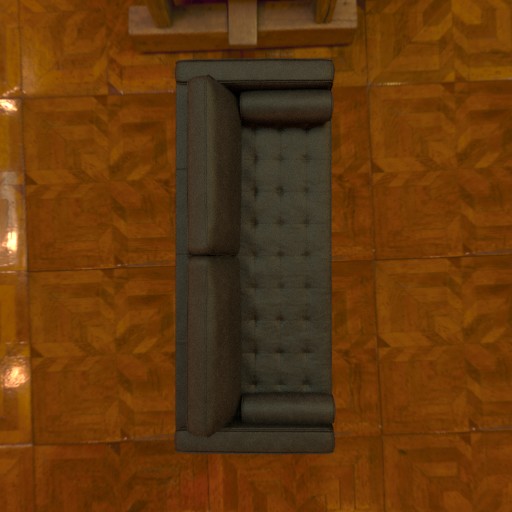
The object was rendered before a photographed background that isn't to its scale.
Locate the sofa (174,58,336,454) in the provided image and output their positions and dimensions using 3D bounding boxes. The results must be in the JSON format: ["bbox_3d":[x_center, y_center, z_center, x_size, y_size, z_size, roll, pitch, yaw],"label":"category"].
[{"bbox_3d":[0.000,0.000,2.624,0.914,0.762,2.210,0,90,0],"label":"sofa"}]
